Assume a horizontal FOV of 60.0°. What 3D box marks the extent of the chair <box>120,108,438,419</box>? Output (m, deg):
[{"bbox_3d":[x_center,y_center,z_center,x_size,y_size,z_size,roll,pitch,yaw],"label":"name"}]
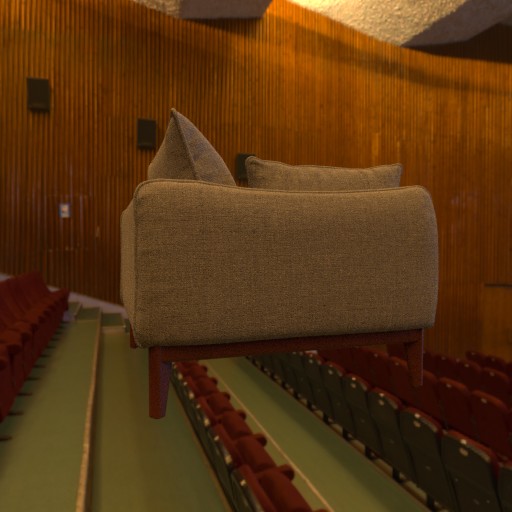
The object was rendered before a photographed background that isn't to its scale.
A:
[{"bbox_3d":[0.000,0.000,1.713,0.976,0.839,0.993,0,1,-19],"label":"chair"}]
